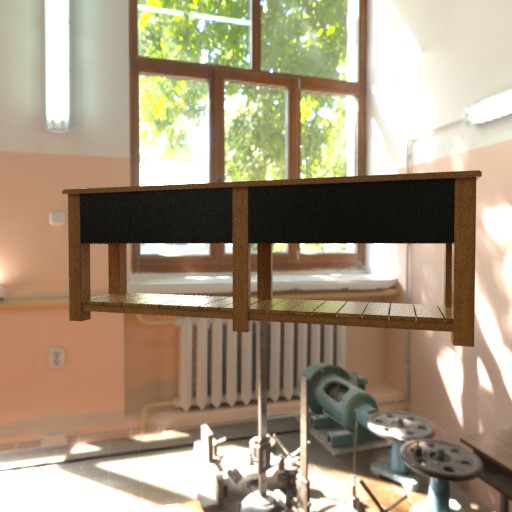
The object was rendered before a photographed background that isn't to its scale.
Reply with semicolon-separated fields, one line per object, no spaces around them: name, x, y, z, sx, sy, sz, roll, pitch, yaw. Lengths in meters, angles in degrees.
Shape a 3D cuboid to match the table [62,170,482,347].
table;0.000;0.000;2.057;1.815;0.635;0.425;1;2;18
